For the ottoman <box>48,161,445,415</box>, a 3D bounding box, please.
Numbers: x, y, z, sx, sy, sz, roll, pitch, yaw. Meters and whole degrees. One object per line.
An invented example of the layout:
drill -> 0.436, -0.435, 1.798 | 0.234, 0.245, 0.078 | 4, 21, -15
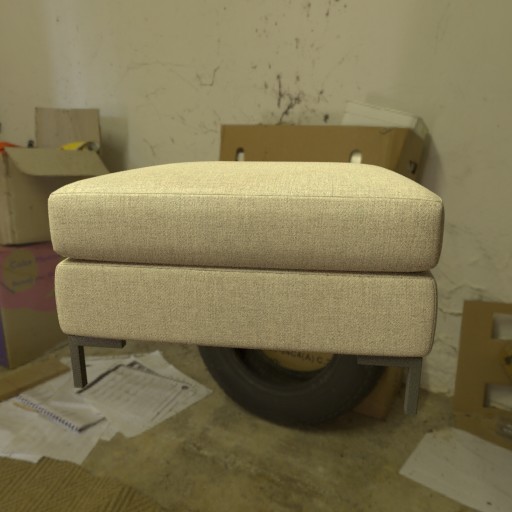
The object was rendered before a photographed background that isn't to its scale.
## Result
ottoman -> 0.000, 0.000, 1.208 | 0.820, 0.490, 0.671 | 2, 15, 8
